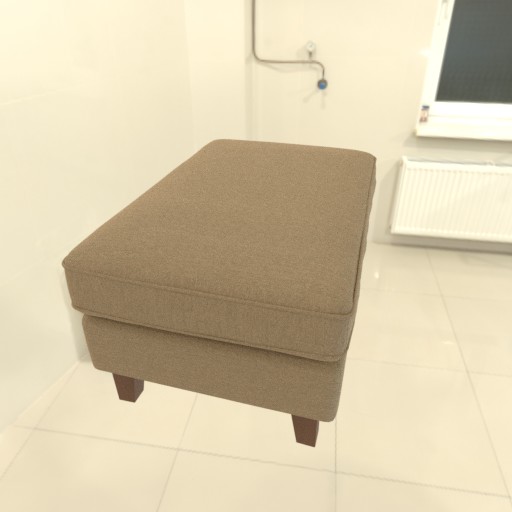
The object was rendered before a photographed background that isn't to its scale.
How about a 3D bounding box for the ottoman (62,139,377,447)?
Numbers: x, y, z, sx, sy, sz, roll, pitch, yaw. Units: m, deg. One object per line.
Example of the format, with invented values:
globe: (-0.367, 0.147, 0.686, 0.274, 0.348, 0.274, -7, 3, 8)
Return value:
ottoman: (0.000, 0.000, 1.338, 0.636, 0.521, 0.945, 8, 32, 14)
